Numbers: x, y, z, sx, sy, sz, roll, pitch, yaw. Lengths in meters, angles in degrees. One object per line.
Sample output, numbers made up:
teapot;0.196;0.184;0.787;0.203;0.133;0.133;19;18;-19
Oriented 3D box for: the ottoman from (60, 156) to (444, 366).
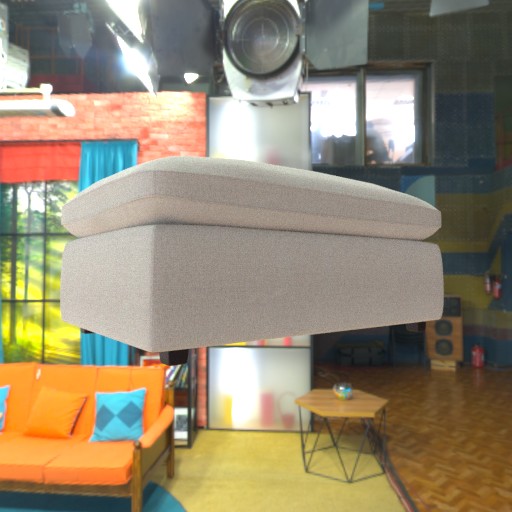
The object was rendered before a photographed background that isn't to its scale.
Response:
ottoman;0.000;0.000;1.332;0.984;0.453;0.686;2;-3;-37
